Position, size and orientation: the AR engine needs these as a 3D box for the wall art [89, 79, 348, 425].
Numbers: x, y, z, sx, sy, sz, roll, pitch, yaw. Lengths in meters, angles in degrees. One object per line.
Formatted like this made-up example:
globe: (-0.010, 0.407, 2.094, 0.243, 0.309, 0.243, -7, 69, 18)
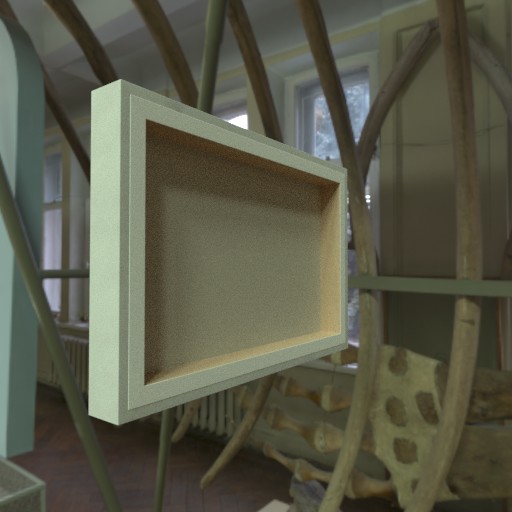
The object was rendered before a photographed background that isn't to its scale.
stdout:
wall art: (0.000, 0.000, 0.487, 0.038, 0.254, 0.381, -1, -2, 37)
